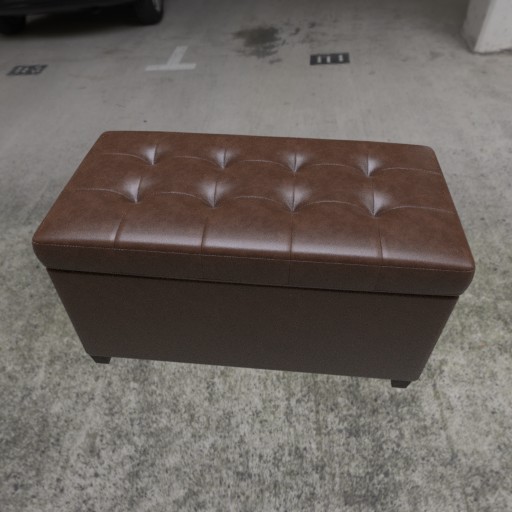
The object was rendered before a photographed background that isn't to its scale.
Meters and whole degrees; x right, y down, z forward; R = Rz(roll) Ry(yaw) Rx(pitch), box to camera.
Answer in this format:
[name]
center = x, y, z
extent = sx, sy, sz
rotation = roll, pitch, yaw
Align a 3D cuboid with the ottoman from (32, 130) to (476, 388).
[ottoman]
center = 0.000, 0.000, 1.107
extent = 0.838, 0.470, 0.432
rotation = 4, 45, 4
